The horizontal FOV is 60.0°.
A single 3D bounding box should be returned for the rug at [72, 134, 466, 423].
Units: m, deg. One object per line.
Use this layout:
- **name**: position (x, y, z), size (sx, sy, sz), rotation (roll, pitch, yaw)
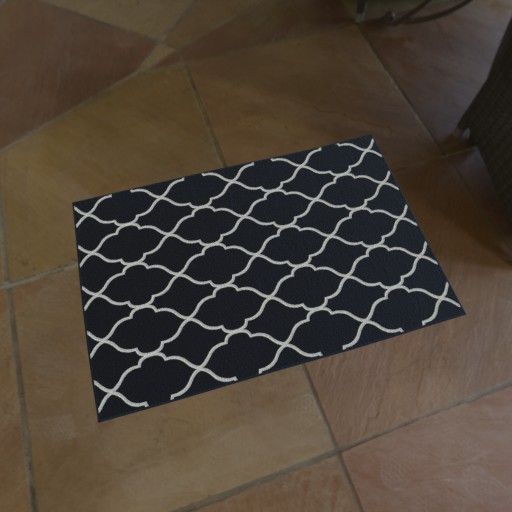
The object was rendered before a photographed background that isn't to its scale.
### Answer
- **rug**: position (0.000, 0.000, 2.938), size (2.290, 0.014, 1.526), rotation (-14, 64, -7)
